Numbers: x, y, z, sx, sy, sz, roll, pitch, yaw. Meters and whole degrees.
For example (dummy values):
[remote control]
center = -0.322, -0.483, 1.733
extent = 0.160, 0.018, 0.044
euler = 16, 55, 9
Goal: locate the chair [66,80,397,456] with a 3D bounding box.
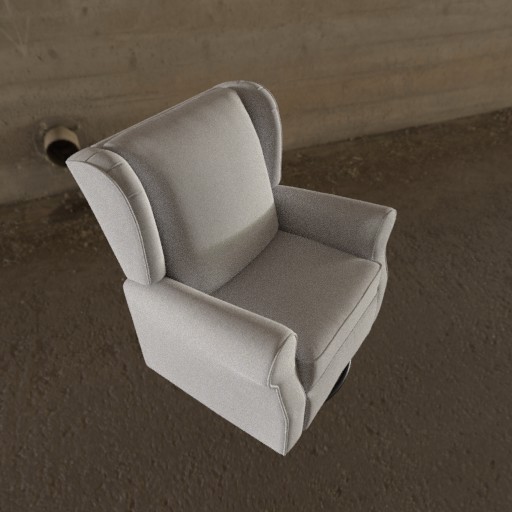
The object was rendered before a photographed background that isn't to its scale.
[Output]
[chair]
center = 0.000, 0.000, 1.658
extent = 0.854, 0.967, 0.906
euler = 25, 47, 26
